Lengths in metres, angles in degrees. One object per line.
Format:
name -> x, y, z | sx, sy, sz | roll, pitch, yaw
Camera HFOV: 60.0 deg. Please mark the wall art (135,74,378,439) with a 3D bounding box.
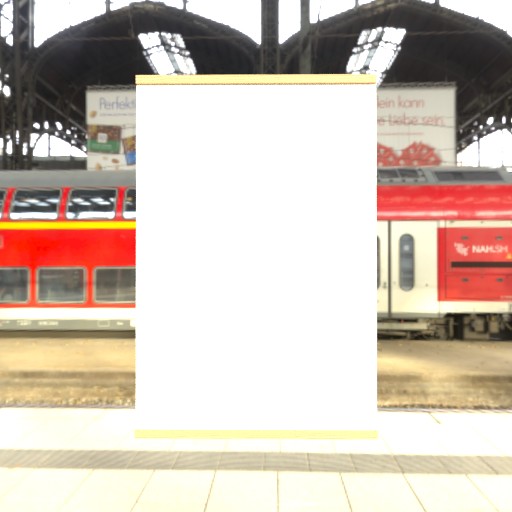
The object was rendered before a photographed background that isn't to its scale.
wall art -> 0.000, 0.000, 1.863 | 1.011, 1.521, 0.025 | 0, -1, 1
